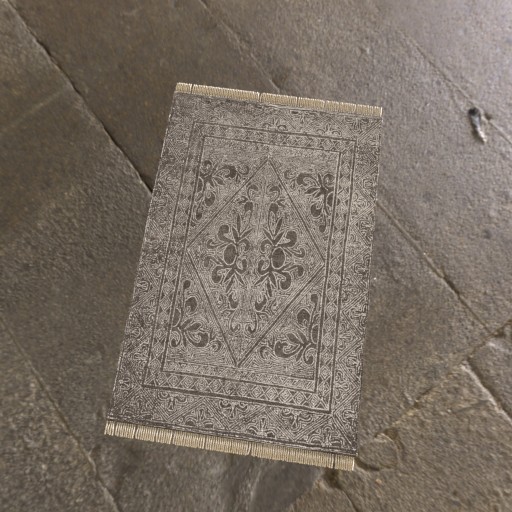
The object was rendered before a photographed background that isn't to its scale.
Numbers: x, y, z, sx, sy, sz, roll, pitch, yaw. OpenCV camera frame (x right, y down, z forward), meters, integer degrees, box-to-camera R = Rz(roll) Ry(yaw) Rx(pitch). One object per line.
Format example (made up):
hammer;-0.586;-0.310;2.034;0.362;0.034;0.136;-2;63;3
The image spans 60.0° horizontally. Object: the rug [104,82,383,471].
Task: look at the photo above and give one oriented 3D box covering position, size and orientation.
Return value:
rug;0.000;0.000;2.934;1.529;0.010;2.440;8;76;2
